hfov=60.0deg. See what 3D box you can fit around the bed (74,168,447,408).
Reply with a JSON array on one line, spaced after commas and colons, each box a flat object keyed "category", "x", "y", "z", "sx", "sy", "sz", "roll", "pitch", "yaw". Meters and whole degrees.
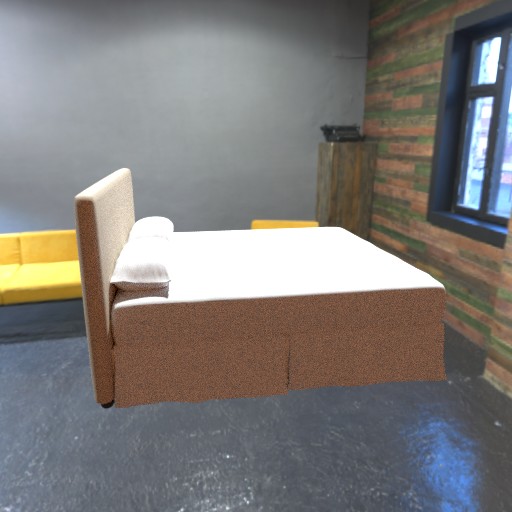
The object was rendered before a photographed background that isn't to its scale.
[{"category": "bed", "x": 0.000, "y": 0.000, "z": 3.620, "sx": 2.319, "sy": 1.317, "sz": 2.119, "roll": -3, "pitch": 15, "yaw": -10}]
